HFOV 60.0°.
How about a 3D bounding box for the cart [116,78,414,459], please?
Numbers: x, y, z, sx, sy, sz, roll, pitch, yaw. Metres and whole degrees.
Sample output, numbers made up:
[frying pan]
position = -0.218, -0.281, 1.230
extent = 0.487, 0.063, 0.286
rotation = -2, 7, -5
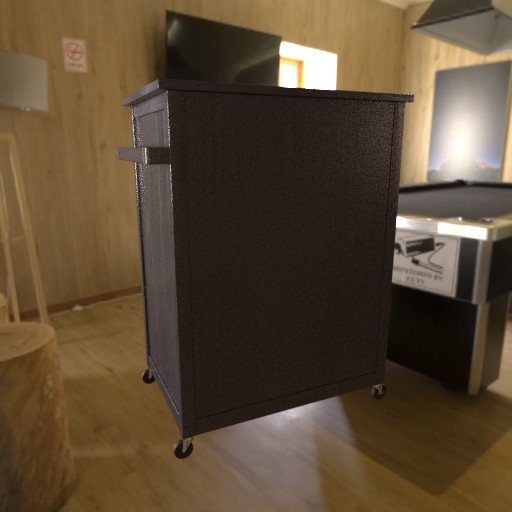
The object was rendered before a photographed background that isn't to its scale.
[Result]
[cart]
position = 0.000, 0.000, 1.295
extent = 0.690, 0.878, 0.449
rotation = -6, 15, -24
